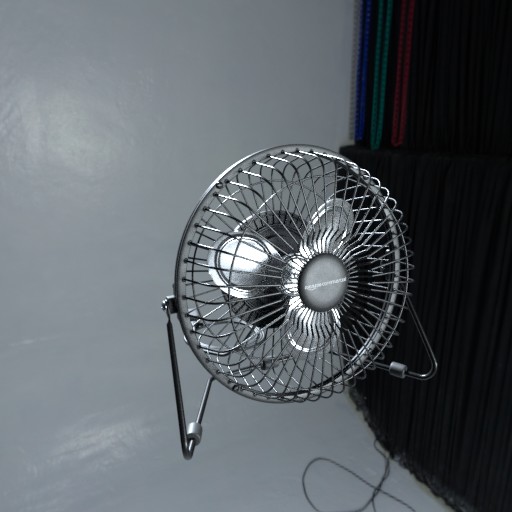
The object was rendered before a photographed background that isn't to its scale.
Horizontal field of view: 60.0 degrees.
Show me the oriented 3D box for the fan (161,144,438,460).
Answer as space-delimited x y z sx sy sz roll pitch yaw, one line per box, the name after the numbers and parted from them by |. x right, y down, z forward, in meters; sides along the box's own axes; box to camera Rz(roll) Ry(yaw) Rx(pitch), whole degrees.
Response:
0.000 0.000 0.377 0.209 0.188 0.227 -8 17 -26 | fan
